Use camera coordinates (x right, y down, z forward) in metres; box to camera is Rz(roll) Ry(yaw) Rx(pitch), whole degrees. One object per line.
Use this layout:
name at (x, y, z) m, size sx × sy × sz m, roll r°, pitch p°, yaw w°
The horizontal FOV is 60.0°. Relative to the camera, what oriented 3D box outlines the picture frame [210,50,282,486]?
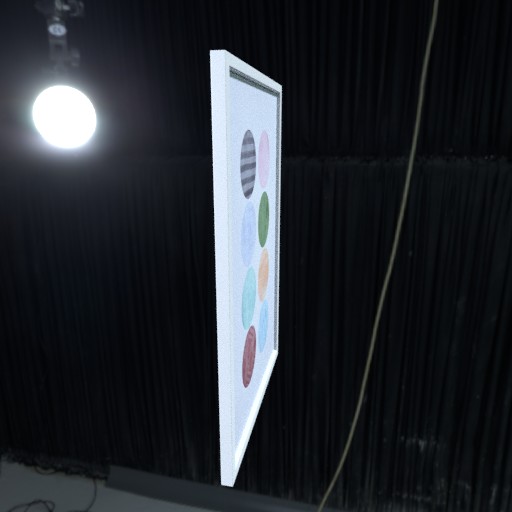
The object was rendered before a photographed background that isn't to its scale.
picture frame at (0.000, 0.000, 0.566) m, size 0.013 × 0.434 × 0.305 m, roll 3°, pitch 16°, yaw 11°
